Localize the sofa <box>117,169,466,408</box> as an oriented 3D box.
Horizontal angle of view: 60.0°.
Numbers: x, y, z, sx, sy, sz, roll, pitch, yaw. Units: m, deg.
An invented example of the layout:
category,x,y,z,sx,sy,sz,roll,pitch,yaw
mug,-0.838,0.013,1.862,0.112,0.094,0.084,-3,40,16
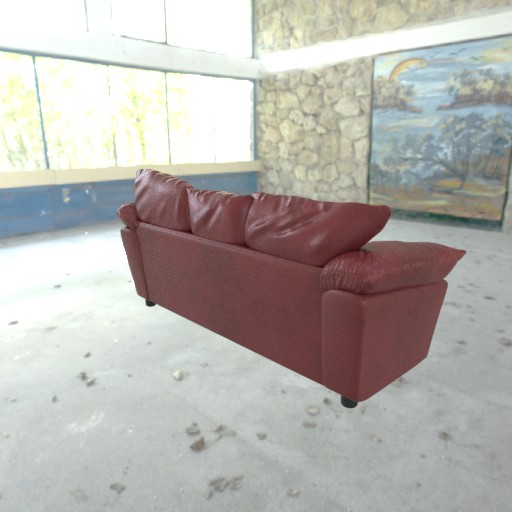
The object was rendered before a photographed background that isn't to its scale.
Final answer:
category,x,y,z,sx,sy,sz,roll,pitch,yaw
sofa,0.000,0.000,2.978,0.907,1.091,2.390,-13,20,-42
